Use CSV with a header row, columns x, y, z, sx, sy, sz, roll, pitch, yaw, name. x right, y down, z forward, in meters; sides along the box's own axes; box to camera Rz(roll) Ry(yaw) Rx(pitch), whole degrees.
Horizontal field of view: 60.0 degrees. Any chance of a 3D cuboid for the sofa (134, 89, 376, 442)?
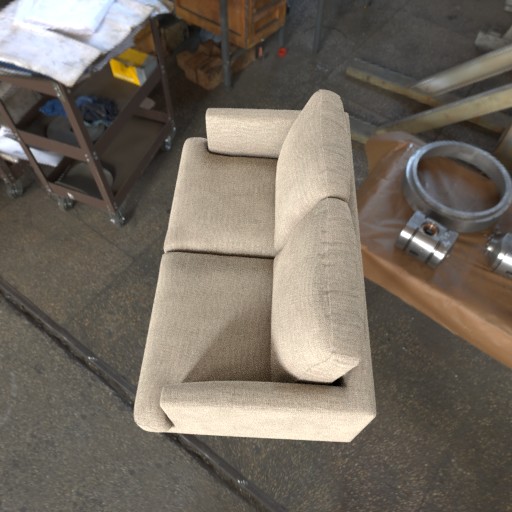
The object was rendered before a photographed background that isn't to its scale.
x,y,z,sx,sy,sz,roll,pitch,yaw,name
0.000,0.000,2.114,0.903,0.944,1.582,2,58,1,sofa
